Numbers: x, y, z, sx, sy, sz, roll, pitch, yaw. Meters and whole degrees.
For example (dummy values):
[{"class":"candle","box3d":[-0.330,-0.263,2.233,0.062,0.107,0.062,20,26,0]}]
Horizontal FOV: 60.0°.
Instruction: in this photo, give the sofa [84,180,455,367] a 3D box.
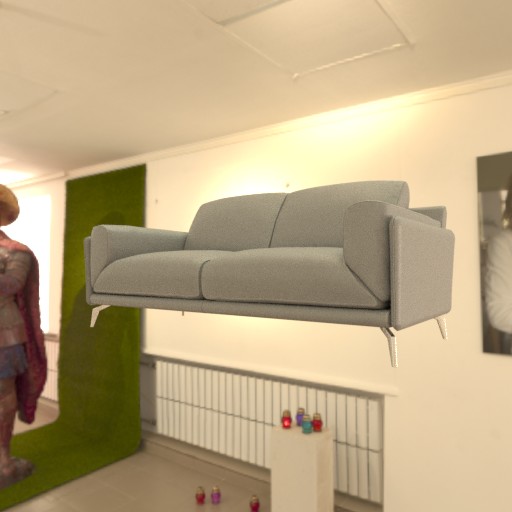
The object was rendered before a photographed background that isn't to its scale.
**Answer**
[{"class":"sofa","box3d":[0.000,0.000,2.736,2.101,0.930,1.049,-1,-2,36]}]
